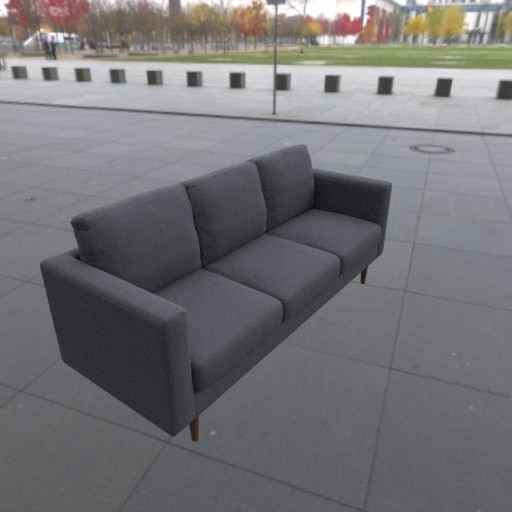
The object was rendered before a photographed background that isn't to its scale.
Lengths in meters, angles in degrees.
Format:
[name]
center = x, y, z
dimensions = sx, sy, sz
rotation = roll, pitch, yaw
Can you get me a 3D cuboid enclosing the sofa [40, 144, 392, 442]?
[sofa]
center = 0.000, 0.000, 2.491
dimensions = 0.802, 0.912, 2.029
rotation = 18, 31, 33
